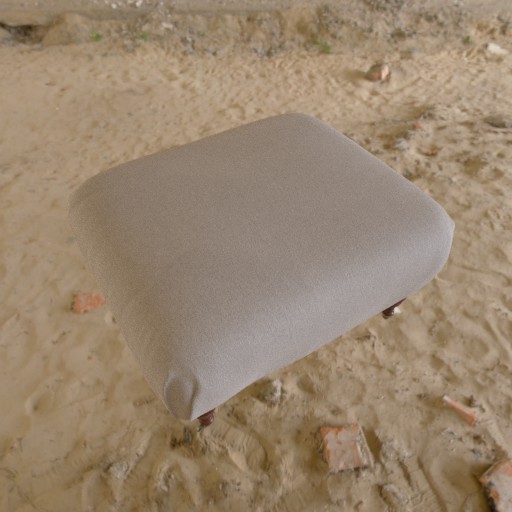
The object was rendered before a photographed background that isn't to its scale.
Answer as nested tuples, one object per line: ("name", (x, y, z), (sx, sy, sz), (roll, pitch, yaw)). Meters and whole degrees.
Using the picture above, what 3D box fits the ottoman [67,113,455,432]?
("ottoman", (0.000, 0.000, 1.117), (0.746, 0.450, 0.622), (-25, 51, -22))
